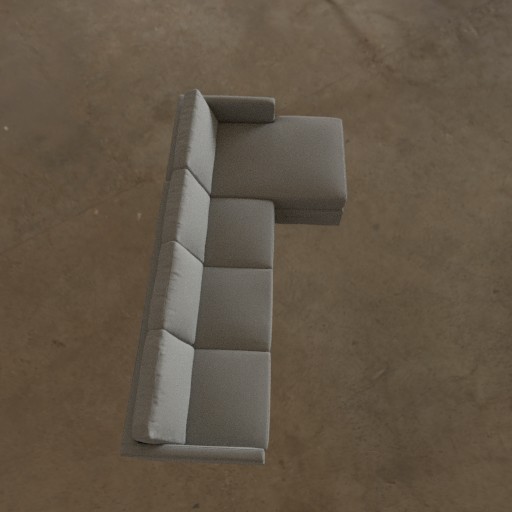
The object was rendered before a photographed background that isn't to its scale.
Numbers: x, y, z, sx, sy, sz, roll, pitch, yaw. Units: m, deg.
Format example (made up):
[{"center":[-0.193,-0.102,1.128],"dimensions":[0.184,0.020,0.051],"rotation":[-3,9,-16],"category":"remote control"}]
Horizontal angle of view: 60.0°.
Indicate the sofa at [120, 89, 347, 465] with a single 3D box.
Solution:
[{"center":[0.000,0.000,3.735],"dimensions":[1.622,0.867,3.177],"rotation":[2,63,1],"category":"sofa"}]
